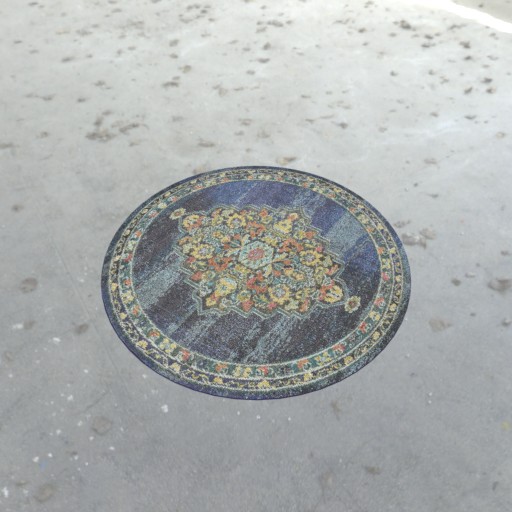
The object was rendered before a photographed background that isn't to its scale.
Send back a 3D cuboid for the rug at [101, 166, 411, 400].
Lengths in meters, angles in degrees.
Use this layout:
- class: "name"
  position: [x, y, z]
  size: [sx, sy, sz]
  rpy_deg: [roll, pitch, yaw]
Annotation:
- class: "rug"
  position: [0.000, 0.000, 3.503]
  size: [2.386, 0.014, 2.386]
  rpy_deg: [0, 47, 0]
